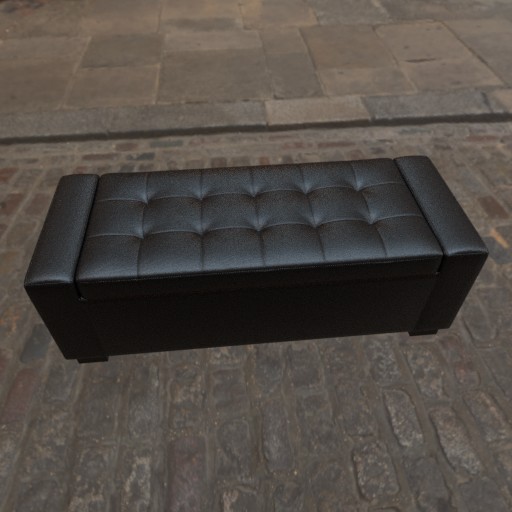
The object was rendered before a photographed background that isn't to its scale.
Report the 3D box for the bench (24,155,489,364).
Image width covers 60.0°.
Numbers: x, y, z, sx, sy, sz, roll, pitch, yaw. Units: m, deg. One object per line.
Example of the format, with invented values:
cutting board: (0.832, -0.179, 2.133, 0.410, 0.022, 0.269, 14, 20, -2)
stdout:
bench: (0.000, 0.000, 1.529, 1.296, 0.445, 0.508, -4, 46, -4)
